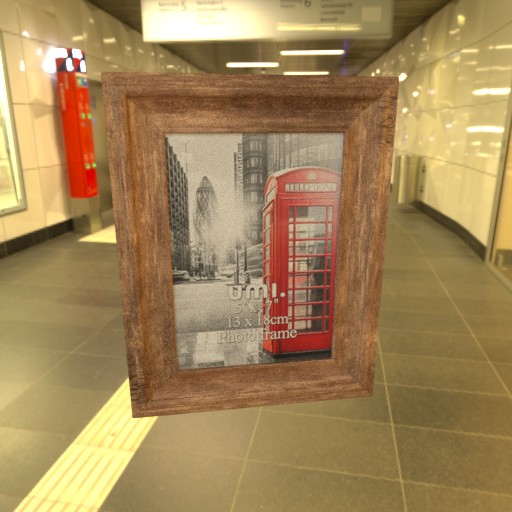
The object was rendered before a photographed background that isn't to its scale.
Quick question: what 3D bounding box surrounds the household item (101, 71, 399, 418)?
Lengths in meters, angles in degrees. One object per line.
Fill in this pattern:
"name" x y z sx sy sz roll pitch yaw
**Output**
"household item" 0.000 0.000 0.313 0.186 0.237 0.018 -2 16 -8
